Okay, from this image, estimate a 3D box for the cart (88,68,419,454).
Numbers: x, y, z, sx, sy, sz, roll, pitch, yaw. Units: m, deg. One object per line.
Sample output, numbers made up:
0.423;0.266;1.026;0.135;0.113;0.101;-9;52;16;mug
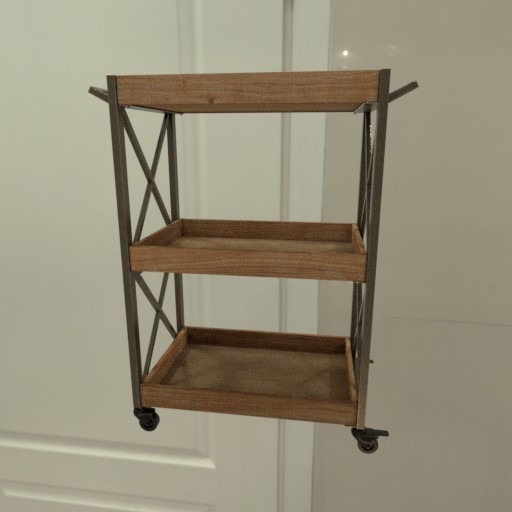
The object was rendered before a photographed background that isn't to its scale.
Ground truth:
0.000;0.000;1.141;0.673;0.835;0.377;2;15;8;cart
